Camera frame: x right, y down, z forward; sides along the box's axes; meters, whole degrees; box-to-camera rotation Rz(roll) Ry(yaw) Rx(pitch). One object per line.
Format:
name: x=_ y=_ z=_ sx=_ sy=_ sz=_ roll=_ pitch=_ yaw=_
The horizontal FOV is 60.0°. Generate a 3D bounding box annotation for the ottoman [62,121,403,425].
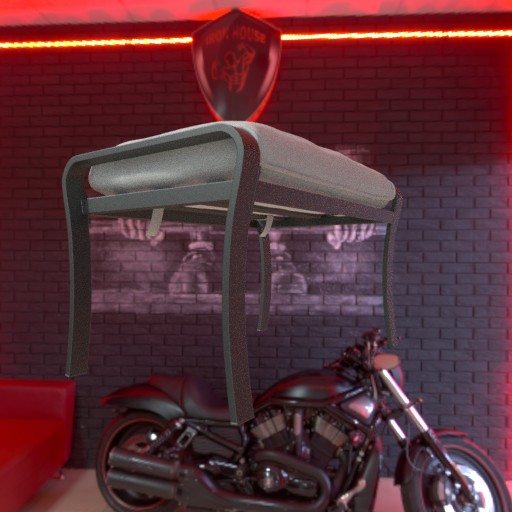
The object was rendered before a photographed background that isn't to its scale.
ottoman: x=0.000 y=0.000 z=0.910 sx=0.406 sy=0.422 sz=0.610 roll=0 pitch=0 yaw=36
